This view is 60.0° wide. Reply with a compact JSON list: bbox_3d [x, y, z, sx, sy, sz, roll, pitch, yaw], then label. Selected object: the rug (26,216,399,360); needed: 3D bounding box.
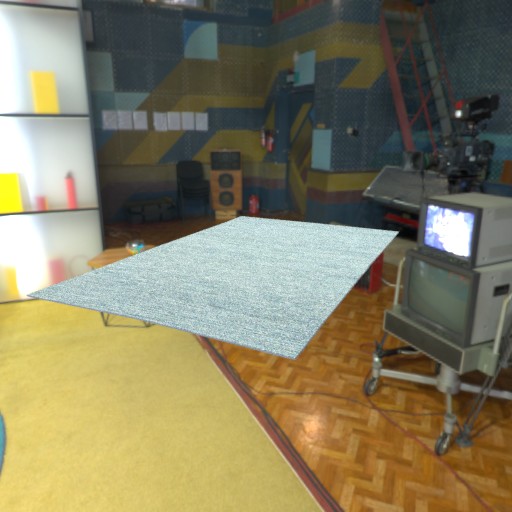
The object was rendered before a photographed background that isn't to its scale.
[{"bbox_3d":[0.000,0.000,2.351,1.174,0.022,1.853,8,18,25],"label":"rug"}]
